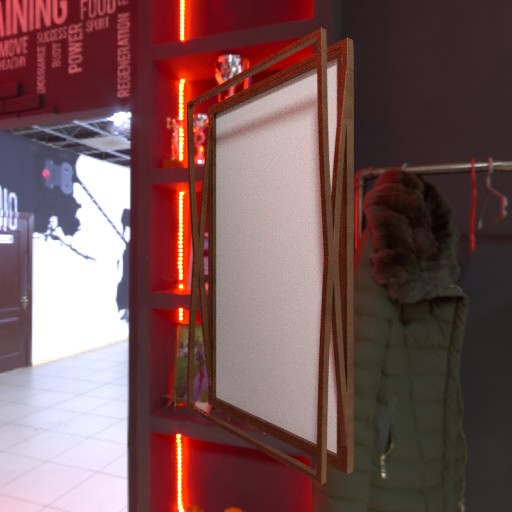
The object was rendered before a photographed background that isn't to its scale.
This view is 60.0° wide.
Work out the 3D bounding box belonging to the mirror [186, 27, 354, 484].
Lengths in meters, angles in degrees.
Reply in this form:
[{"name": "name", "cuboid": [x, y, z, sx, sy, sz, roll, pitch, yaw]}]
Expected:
[{"name": "mirror", "cuboid": [0.000, 0.000, 0.950, 0.082, 0.768, 0.468, 0, 0, -38]}]
